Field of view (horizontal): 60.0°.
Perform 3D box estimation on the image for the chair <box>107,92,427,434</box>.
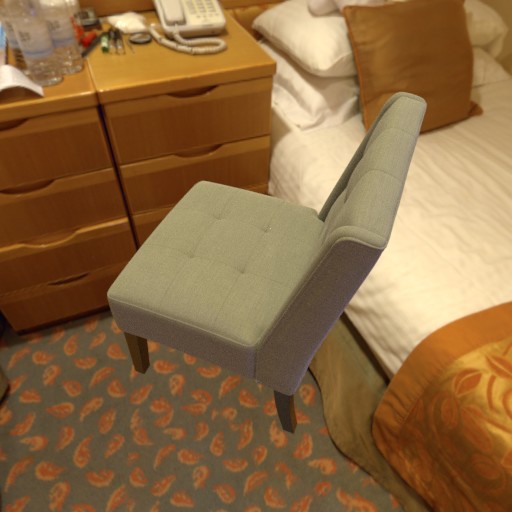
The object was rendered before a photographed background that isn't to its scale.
[{"bbox_3d":[0.000,0.000,1.272,0.676,0.853,0.569,16,48,15],"label":"chair"}]
